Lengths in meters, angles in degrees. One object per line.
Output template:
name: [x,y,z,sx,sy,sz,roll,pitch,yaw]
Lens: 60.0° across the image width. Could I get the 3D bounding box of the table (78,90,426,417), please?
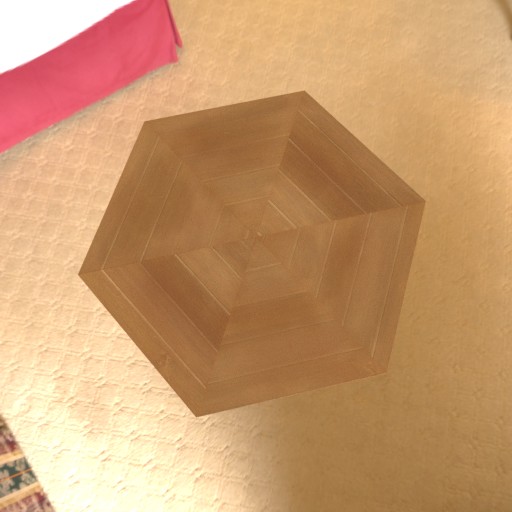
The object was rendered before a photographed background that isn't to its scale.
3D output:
table: [0.000,0.000,1.654,1.000,0.456,1.154,17,75,5]
